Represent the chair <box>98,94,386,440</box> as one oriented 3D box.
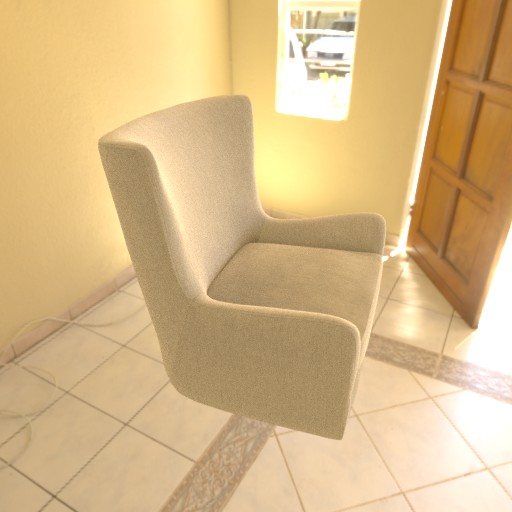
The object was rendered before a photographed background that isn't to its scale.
[{"bbox_3d":[0.000,0.000,1.647,0.904,1.000,0.779,10,32,17],"label":"chair"}]
